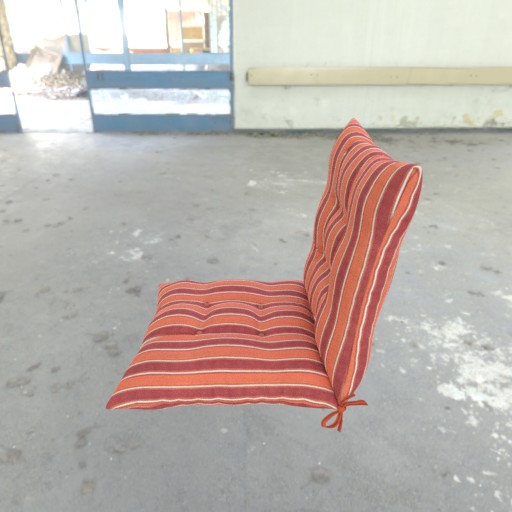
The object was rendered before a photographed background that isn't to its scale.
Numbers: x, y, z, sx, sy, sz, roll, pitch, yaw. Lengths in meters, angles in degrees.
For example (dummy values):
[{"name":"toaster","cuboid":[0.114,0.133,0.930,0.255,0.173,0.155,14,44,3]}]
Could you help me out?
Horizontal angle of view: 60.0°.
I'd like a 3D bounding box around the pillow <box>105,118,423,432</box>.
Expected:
[{"name":"pillow","cuboid":[0.000,0.000,0.999,0.585,0.536,0.541,0,26,1]}]
